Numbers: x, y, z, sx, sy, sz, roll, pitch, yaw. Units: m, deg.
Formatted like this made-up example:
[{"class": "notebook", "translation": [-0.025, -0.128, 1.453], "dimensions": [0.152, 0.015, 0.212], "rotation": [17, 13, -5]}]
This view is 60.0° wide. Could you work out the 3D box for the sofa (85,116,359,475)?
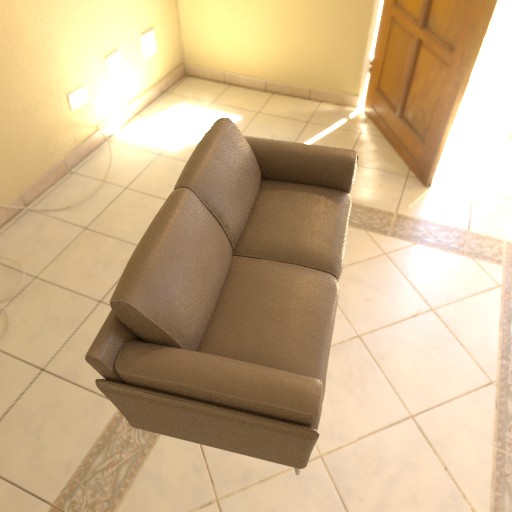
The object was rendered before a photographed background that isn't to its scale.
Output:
[{"class": "sofa", "translation": [0.000, 0.000, 2.673], "dimensions": [1.049, 0.930, 2.101], "rotation": [10, 47, 9]}]
